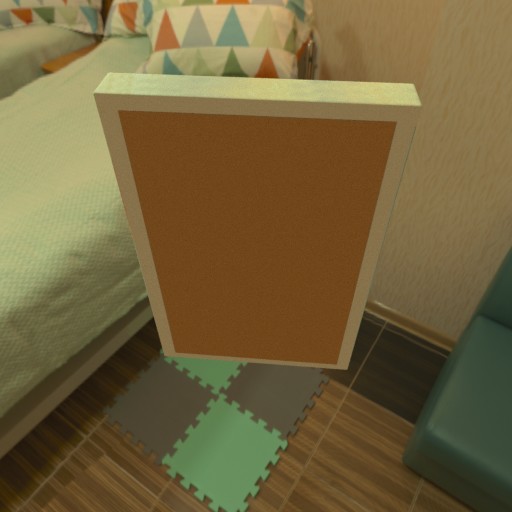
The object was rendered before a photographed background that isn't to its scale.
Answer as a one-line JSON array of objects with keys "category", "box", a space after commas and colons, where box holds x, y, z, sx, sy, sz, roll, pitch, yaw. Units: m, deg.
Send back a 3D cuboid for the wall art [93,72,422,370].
[{"category": "wall art", "box": [0.000, 0.000, 0.485, 0.251, 0.380, 0.039, 3, 46, 3]}]
